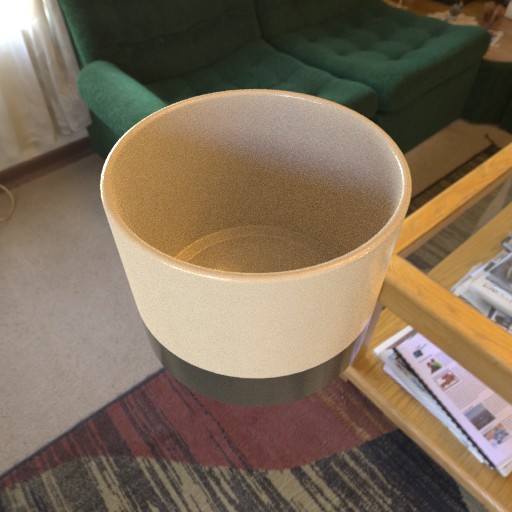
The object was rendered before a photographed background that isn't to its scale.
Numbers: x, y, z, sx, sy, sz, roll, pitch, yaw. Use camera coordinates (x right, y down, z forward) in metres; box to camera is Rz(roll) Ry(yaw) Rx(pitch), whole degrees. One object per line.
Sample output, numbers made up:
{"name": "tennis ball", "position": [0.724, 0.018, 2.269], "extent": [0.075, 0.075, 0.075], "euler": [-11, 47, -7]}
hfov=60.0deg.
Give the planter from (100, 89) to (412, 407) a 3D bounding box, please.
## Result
{"name": "planter", "position": [0.000, 0.000, 0.346], "extent": [0.193, 0.177, 0.193], "euler": [0, 48, 0]}
